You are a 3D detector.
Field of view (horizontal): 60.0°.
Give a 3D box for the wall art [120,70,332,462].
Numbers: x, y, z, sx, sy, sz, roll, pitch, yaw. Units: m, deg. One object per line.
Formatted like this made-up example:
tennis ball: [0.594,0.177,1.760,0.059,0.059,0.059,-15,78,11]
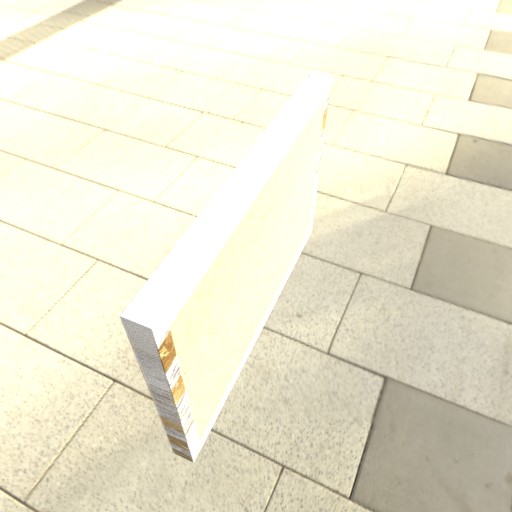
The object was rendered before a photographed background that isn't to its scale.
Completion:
wall art: [0.000,0.000,0.786,0.041,0.407,0.606,18,50,16]
